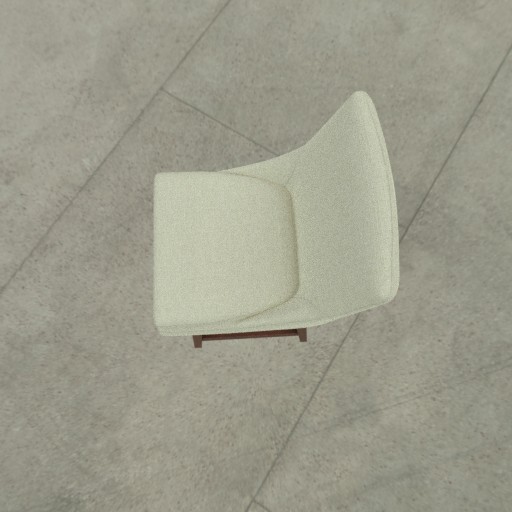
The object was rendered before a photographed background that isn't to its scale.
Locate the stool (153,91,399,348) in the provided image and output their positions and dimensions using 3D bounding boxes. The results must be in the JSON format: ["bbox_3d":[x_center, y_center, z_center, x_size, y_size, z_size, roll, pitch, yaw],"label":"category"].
[{"bbox_3d":[0.000,0.000,1.344,0.559,0.991,0.469,-3,75,-1],"label":"stool"}]
